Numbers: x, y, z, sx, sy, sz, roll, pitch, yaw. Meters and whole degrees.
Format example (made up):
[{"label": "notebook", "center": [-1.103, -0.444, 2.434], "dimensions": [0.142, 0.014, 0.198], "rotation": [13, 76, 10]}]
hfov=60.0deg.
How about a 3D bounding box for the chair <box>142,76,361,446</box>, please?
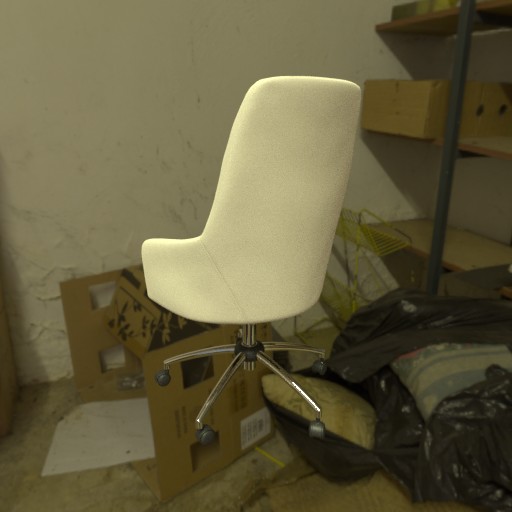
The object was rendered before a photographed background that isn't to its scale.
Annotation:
[{"label": "chair", "center": [0.000, 0.000, 1.445], "dimensions": [0.620, 1.049, 0.640], "rotation": [-16, 23, -42]}]
